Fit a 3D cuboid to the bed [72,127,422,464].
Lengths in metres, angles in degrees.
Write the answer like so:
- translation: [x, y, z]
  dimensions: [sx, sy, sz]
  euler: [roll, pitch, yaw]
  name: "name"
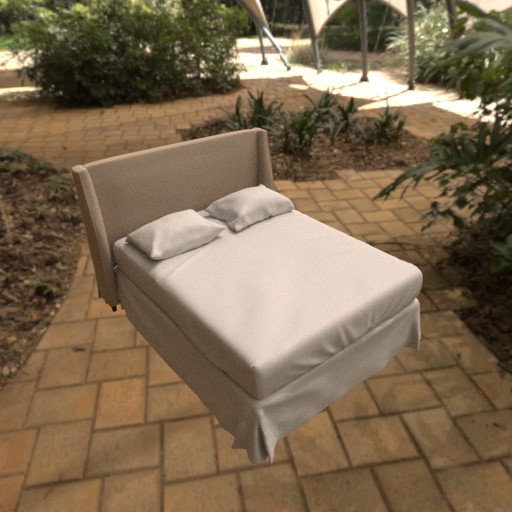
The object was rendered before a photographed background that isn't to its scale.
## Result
- translation: [0.000, 0.000, 3.550]
  dimensions: [1.925, 1.332, 2.276]
  euler: [-23, 37, -33]
  name: "bed"
